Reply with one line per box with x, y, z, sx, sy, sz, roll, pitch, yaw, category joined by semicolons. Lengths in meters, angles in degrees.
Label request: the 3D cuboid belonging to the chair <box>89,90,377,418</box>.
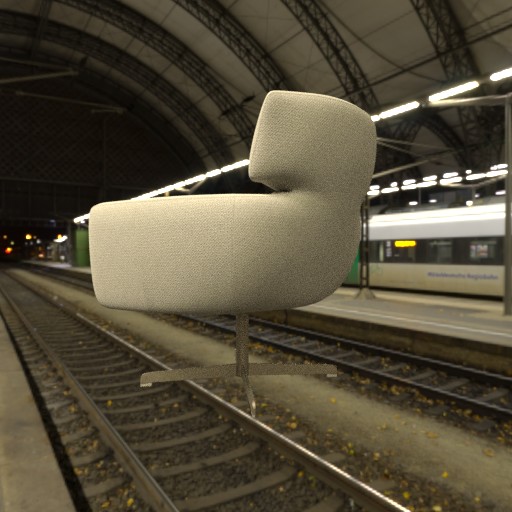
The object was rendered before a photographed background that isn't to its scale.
0.000;0.000;1.397;0.730;0.810;0.760;0;0;37;chair
